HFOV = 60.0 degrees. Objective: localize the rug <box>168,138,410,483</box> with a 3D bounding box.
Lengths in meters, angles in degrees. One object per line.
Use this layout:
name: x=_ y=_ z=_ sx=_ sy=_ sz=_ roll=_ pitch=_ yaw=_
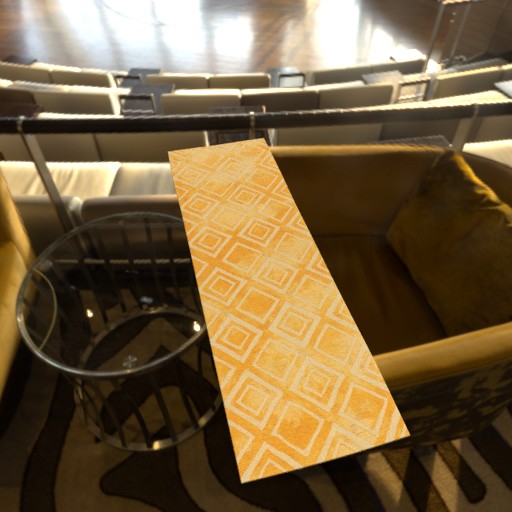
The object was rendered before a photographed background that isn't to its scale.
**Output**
rug: x=0.000 y=0.000 z=2.676 sx=0.775 sy=0.010 sz=2.438 roll=-11 pitch=48 yaw=-10
